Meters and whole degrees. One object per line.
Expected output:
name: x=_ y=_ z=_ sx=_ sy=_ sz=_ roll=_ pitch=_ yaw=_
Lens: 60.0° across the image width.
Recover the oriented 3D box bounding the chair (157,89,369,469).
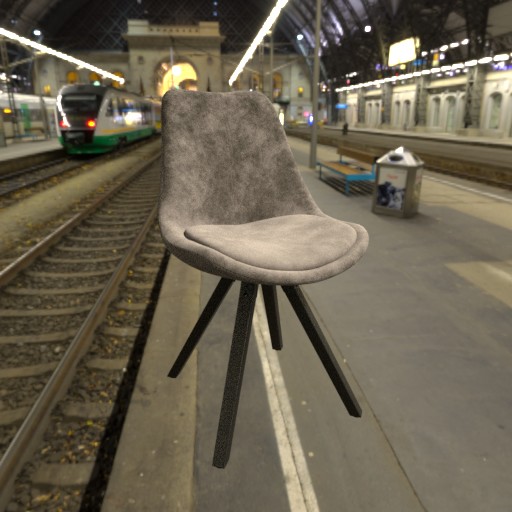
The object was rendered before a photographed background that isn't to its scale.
chair: x=0.000 y=0.000 z=1.177 sx=0.485 sy=0.850 sz=0.550 roll=-9 pitch=19 yaw=-26
